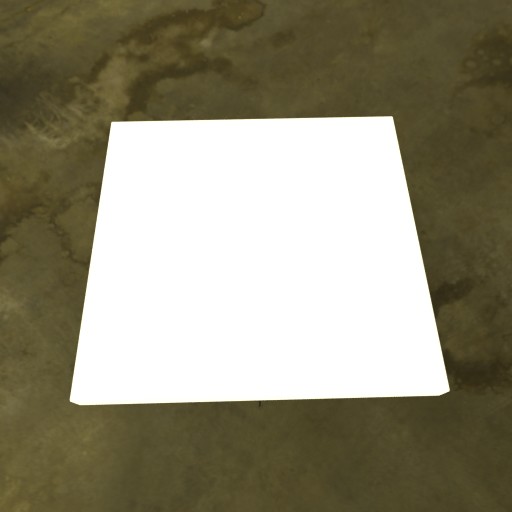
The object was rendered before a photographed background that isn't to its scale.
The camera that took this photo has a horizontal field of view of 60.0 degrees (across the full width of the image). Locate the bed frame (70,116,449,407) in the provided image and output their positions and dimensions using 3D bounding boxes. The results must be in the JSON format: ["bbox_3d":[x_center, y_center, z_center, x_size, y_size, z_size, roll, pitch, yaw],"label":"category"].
[{"bbox_3d":[0.000,0.000,3.033,2.032,0.559,1.930,-1,64,-1],"label":"bed frame"}]
